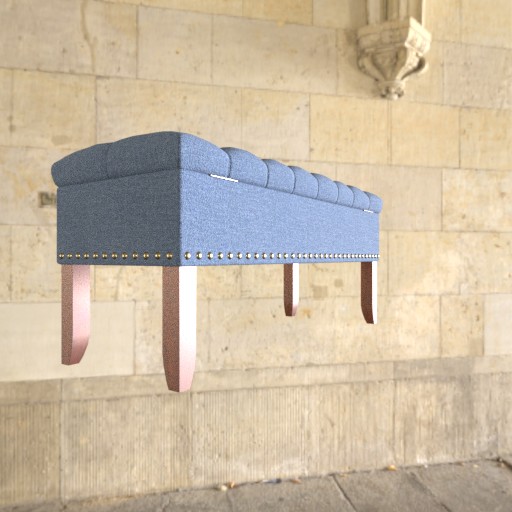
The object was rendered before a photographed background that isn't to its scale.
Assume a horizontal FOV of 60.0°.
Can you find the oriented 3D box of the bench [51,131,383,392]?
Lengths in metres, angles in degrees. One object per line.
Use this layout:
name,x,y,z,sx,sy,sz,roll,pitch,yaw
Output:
bench,0.000,0.000,1.317,0.417,0.492,1.052,0,0,35
